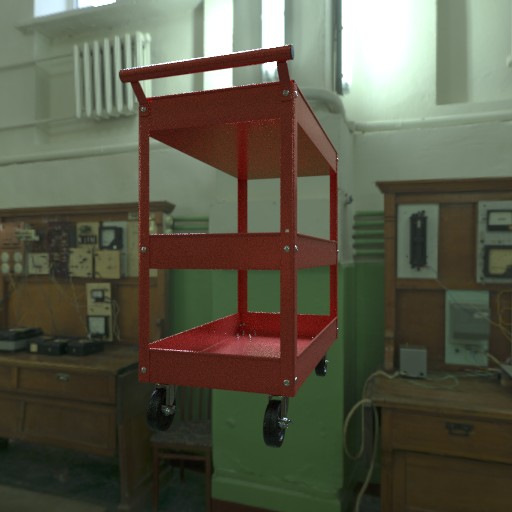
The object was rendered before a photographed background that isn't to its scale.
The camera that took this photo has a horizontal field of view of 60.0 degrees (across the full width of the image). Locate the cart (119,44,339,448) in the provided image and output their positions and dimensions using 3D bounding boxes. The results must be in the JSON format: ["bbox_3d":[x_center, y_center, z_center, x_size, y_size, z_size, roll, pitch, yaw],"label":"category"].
[{"bbox_3d":[0.000,0.000,1.203,0.366,0.780,0.719,0,0,18],"label":"cart"}]
